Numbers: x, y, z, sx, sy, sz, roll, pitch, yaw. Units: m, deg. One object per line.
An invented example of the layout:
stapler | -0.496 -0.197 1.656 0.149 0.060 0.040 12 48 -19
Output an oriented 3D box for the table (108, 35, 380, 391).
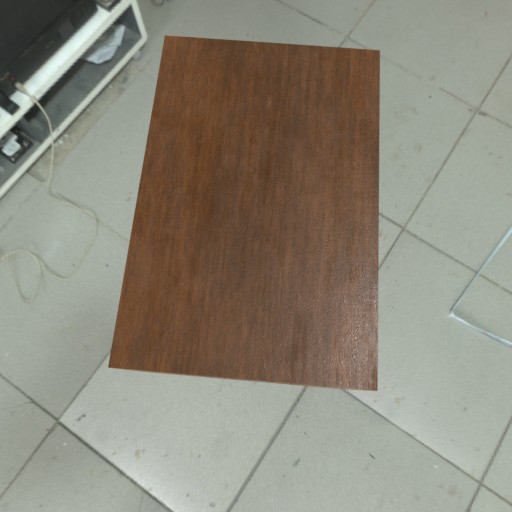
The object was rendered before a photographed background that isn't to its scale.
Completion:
table | 0.000 0.000 0.834 0.307 0.580 0.454 5 74 1
